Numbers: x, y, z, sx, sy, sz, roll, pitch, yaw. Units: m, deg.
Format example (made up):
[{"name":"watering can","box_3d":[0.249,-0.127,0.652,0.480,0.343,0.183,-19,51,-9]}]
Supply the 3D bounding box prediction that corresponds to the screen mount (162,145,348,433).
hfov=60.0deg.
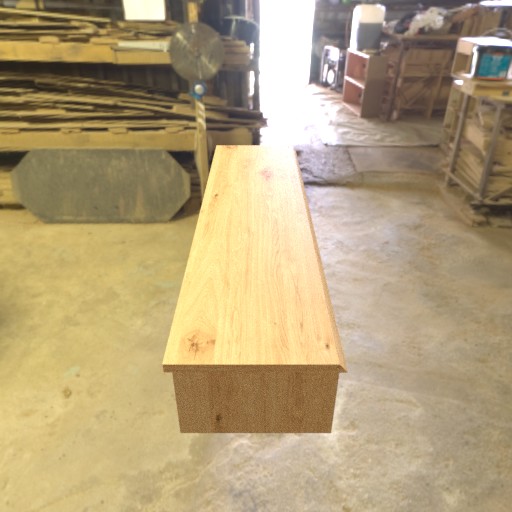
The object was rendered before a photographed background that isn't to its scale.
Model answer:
[{"name":"screen mount","box_3d":[0.000,0.000,1.903,0.450,0.430,1.700,0,32,0]}]
